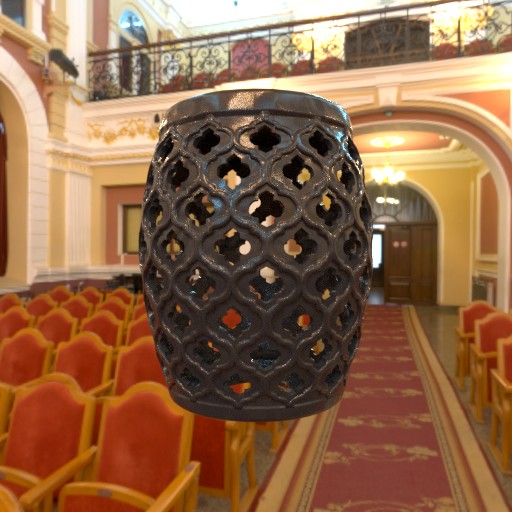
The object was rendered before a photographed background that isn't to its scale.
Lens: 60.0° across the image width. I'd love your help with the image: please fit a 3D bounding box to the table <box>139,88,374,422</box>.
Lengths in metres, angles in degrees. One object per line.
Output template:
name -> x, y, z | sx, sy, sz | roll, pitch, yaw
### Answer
table -> 0.000, 0.000, 0.634 | 0.325, 0.388, 0.325 | 0, 0, 0
